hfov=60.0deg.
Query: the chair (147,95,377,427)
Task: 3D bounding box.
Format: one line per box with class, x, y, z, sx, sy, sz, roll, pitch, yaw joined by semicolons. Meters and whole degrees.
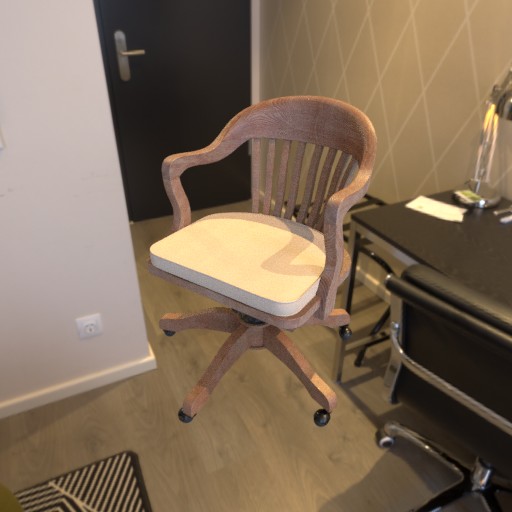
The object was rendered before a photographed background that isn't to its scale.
chair;0.000;0.000;1.452;0.750;0.878;0.788;19;36;28
